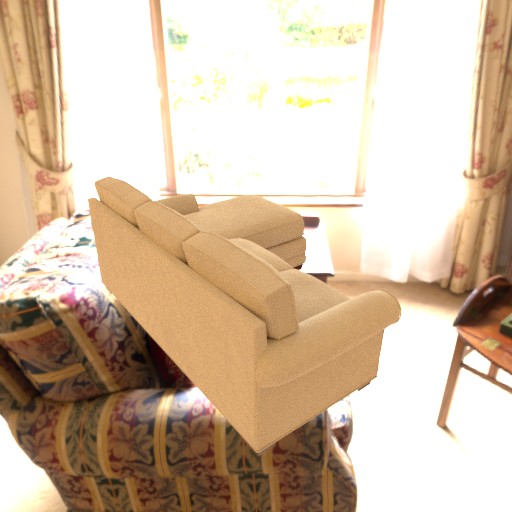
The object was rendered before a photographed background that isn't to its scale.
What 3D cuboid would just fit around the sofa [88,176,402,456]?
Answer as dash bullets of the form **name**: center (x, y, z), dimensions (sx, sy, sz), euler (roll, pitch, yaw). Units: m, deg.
- **sofa**: center (0.000, 0.000, 2.417), dimensions (1.226, 0.734, 1.770), euler (-18, 32, -33)
